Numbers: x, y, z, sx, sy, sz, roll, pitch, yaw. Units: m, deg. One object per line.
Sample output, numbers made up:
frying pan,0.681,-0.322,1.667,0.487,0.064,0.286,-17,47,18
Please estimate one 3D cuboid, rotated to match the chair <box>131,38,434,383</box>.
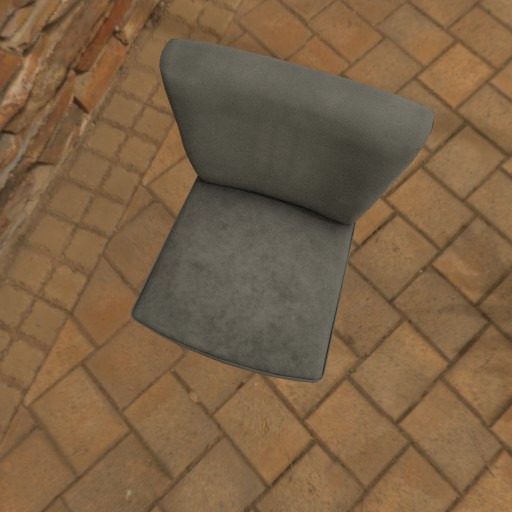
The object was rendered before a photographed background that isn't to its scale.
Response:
chair,0.000,0.000,1.136,0.521,0.806,0.554,18,75,5
